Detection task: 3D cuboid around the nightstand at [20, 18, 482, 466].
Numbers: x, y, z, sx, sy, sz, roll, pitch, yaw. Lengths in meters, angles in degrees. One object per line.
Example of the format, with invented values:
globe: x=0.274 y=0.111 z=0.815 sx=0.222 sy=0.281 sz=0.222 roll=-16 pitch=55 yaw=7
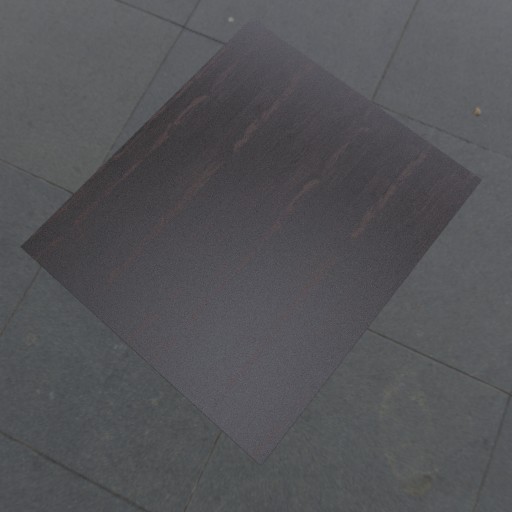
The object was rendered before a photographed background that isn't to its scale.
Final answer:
nightstand: x=0.000 y=0.000 z=0.850 sx=0.427 sy=0.487 sz=0.489 roll=39 pitch=79 yaw=9
